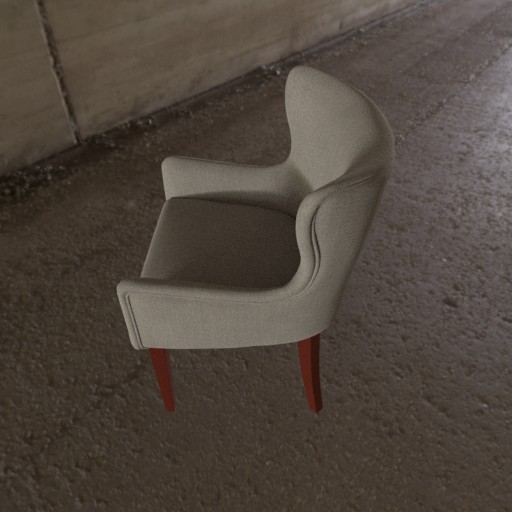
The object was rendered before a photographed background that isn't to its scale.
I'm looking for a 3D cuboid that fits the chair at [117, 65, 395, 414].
[{"bbox_3d":[0.000,0.000,1.399,0.677,0.948,0.732,1,41,1],"label":"chair"}]
